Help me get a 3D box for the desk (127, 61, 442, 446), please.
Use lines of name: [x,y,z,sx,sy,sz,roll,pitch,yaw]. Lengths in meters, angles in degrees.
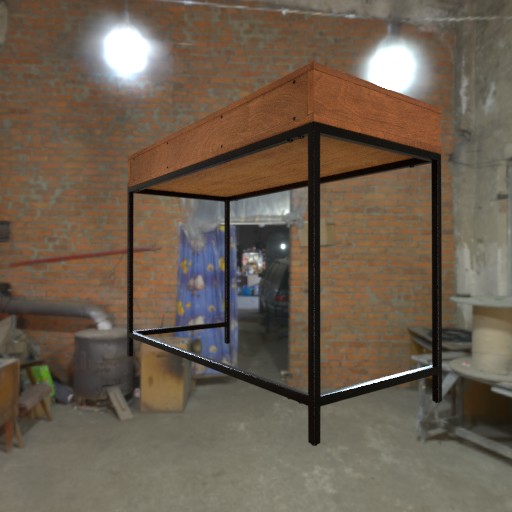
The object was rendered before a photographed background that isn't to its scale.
desk: [0.000,0.000,1.422,0.470,0.762,1.016,0,-1,-37]
